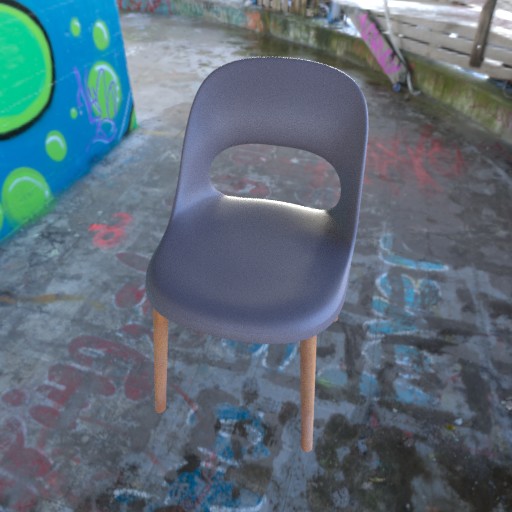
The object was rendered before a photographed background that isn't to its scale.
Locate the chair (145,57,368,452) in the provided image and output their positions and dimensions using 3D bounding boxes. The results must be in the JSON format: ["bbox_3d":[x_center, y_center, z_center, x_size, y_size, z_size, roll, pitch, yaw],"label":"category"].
[{"bbox_3d":[0.000,0.000,1.117,0.470,0.795,0.556,10,41,12],"label":"chair"}]
